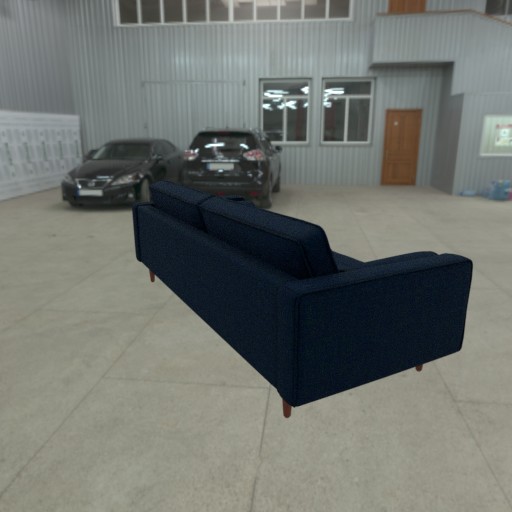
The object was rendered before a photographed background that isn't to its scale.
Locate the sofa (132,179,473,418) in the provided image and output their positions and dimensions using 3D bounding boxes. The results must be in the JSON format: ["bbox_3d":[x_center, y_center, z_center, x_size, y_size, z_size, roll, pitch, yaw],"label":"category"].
[{"bbox_3d":[0.000,0.000,2.616,0.914,0.762,2.210,-8,18,-28],"label":"sofa"}]
